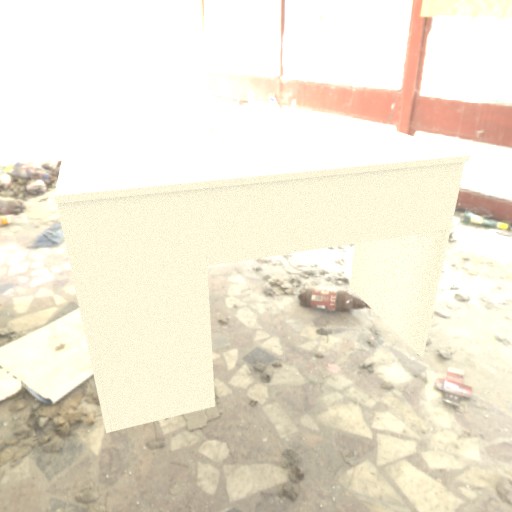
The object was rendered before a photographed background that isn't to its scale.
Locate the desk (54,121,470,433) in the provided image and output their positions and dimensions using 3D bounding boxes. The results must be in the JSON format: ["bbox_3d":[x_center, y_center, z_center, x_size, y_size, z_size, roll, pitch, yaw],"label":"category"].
[{"bbox_3d":[0.000,0.000,1.506,1.097,0.735,0.560,-9,28,-16],"label":"desk"}]
